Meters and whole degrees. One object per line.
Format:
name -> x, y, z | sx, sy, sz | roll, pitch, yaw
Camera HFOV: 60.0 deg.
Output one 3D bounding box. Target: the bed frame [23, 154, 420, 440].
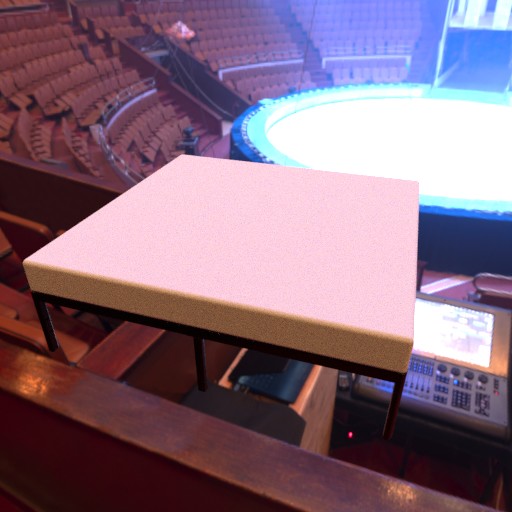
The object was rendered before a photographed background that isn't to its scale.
bed frame -> 0.000, 0.000, 3.104 | 2.079, 0.659, 1.963 | 10, 32, 16
